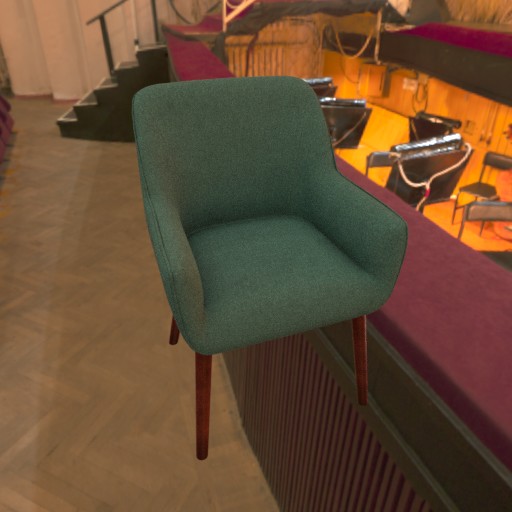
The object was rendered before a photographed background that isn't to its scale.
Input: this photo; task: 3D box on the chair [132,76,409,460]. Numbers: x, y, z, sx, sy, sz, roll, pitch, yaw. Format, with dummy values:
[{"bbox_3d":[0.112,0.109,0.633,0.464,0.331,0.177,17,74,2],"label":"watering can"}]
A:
[{"bbox_3d":[0.000,0.000,1.160,0.543,0.803,0.519,-11,33,-18],"label":"chair"}]
